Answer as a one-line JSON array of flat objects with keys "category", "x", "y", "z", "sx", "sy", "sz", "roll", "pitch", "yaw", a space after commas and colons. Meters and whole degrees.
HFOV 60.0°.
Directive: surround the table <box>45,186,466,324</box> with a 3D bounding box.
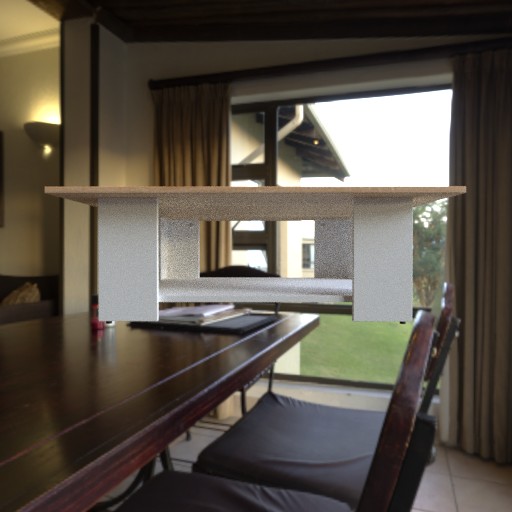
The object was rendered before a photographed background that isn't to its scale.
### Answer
[{"category": "table", "x": 0.000, "y": 0.000, "z": 1.382, "sx": 0.890, "sy": 0.305, "sz": 0.890, "roll": 0, "pitch": 1, "yaw": 0}]
